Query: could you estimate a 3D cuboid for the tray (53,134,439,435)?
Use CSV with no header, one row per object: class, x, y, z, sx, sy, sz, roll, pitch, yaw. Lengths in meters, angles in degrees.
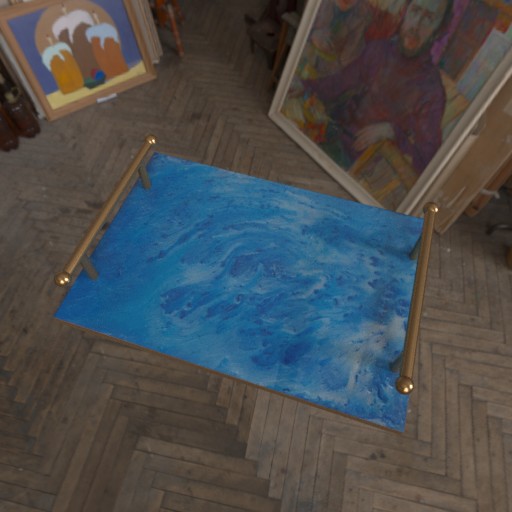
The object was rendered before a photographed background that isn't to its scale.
tray,0.000,0.000,0.578,0.444,0.084,0.304,16,60,9
